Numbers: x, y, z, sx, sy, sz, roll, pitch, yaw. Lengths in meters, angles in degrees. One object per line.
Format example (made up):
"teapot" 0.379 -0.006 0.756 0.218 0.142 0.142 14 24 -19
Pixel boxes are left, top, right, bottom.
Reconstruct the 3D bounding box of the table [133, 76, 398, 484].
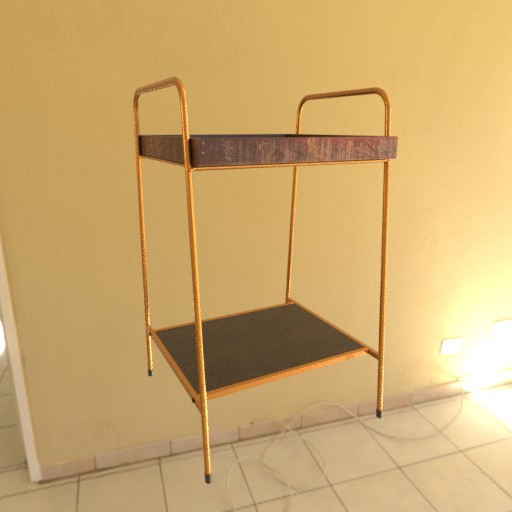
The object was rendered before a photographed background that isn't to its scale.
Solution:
"table" 0.000 0.000 0.996 0.430 0.710 0.430 -8 18 -26
